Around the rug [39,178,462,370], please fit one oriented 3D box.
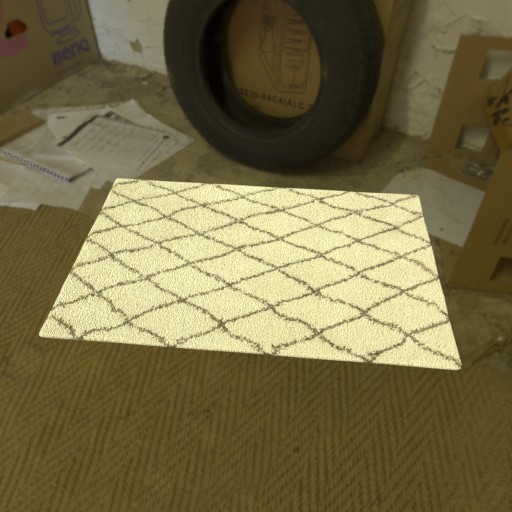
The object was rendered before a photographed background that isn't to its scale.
[{"bbox_3d":[0.000,0.000,3.053,2.438,0.030,1.524,4,47,4],"label":"rug"}]
